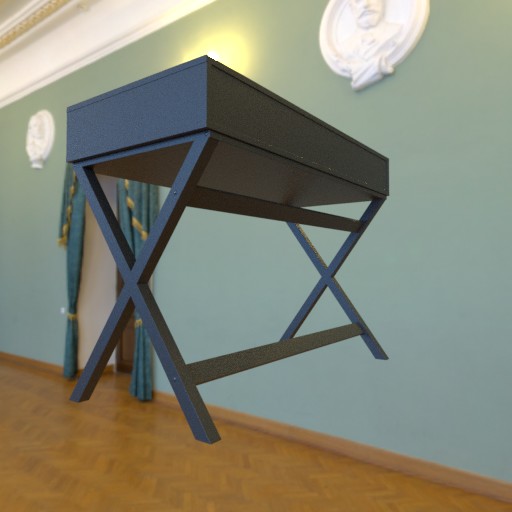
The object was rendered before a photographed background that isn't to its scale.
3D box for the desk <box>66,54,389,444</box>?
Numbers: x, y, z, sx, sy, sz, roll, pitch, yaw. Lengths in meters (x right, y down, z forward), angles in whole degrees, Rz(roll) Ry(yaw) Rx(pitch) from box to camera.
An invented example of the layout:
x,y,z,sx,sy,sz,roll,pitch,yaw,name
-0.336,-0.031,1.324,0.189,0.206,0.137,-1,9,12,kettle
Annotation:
x,y,z,sx,sy,sz,roll,pitch,yaw,name
0.000,0.000,1.460,0.525,0.780,1.057,-1,-2,36,desk
